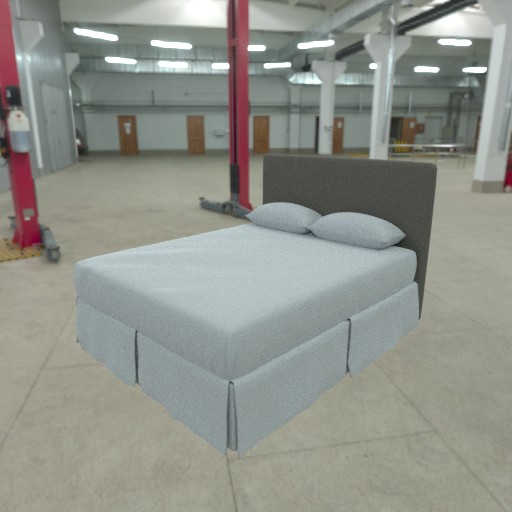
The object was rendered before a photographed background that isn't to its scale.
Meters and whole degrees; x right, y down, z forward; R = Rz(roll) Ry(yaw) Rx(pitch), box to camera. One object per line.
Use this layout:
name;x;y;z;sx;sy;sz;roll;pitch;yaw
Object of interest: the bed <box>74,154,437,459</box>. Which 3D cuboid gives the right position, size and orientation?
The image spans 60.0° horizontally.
bed;0.000;0.000;3.256;1.748;1.330;2.142;15;22;42
